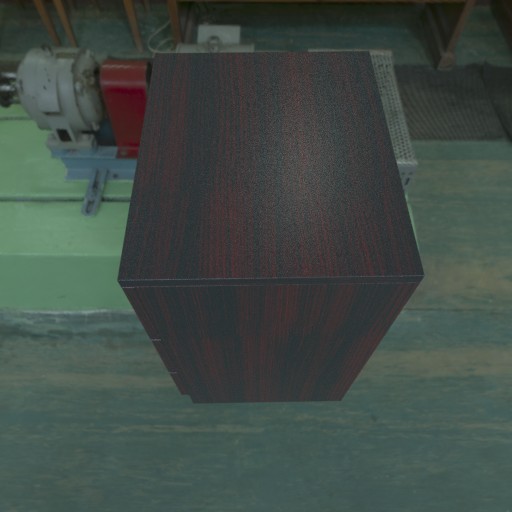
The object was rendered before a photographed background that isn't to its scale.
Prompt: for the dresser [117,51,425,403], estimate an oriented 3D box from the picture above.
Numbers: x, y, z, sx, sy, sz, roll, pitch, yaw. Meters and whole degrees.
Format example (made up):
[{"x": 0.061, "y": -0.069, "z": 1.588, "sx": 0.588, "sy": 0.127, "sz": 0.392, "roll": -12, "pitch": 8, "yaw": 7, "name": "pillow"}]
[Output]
[{"x": 0.000, "y": 0.000, "z": 0.823, "sx": 0.360, "sy": 0.560, "sz": 0.400, "roll": -1, "pitch": 58, "yaw": -1, "name": "dresser"}]
